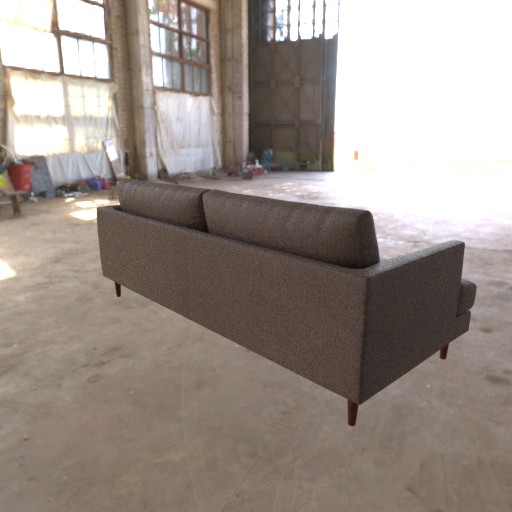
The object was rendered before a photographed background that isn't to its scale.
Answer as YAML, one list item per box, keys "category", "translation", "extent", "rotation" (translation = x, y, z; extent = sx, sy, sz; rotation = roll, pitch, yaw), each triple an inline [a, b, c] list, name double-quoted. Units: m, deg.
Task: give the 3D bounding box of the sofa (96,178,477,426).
- category: "sofa"
  translation: [0.000, 0.000, 2.715]
  extent: [1.020, 0.868, 2.250]
  rotation: [-14, 20, -41]
